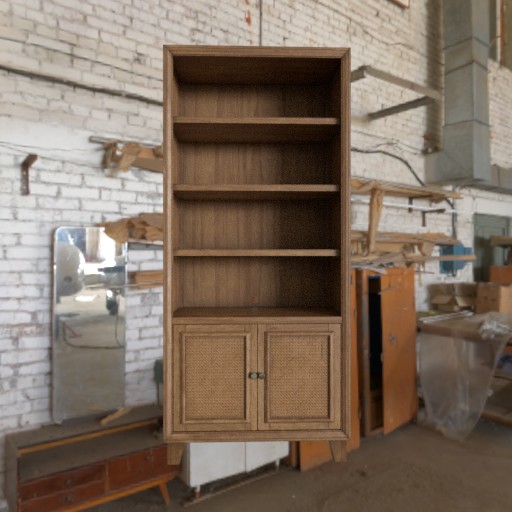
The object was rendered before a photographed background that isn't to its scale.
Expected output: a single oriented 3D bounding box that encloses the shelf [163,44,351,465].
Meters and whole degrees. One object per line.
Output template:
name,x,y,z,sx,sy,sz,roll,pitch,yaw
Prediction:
shelf,0.000,0.000,2.250,0.864,1.930,0.453,0,0,-2
